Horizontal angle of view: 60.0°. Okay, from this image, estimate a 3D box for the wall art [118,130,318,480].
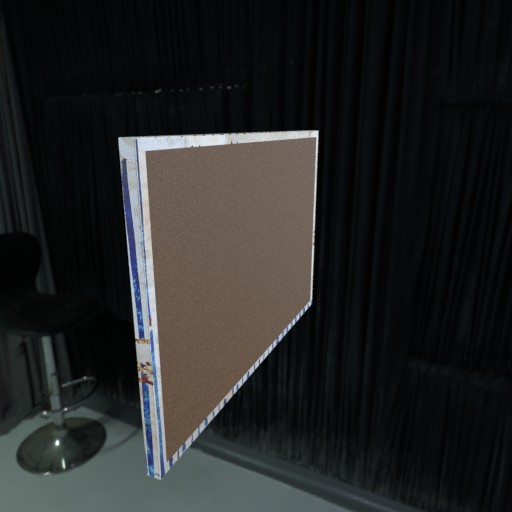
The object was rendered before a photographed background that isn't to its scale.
[{"bbox_3d":[0.000,0.000,1.136,0.030,0.609,0.919,7,18,23],"label":"wall art"}]
